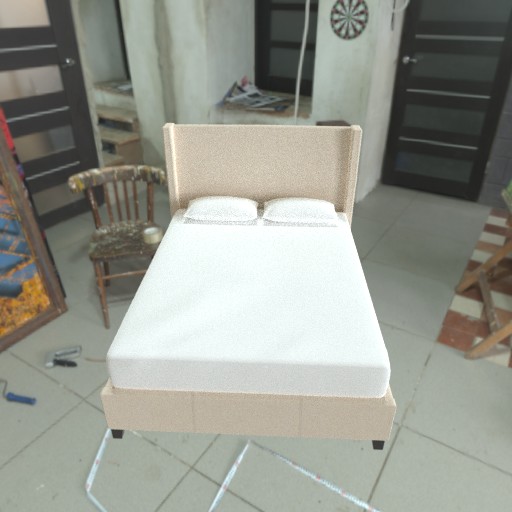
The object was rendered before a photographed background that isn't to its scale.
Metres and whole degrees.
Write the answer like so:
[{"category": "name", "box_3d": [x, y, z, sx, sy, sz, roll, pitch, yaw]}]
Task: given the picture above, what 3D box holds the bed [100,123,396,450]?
[{"category": "bed", "box_3d": [0.000, 0.000, 3.446, 1.778, 1.471, 2.293, 1, 30, 2]}]
